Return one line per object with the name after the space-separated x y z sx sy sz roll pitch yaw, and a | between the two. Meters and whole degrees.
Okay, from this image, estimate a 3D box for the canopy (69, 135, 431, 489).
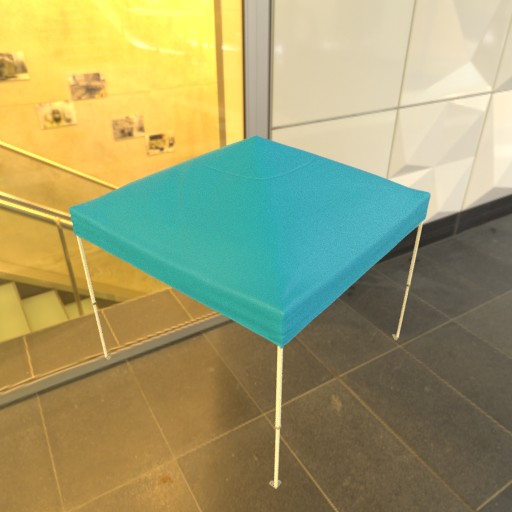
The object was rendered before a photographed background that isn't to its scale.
0.000 0.000 5.499 2.996 2.997 2.998 23 38 33 | canopy
